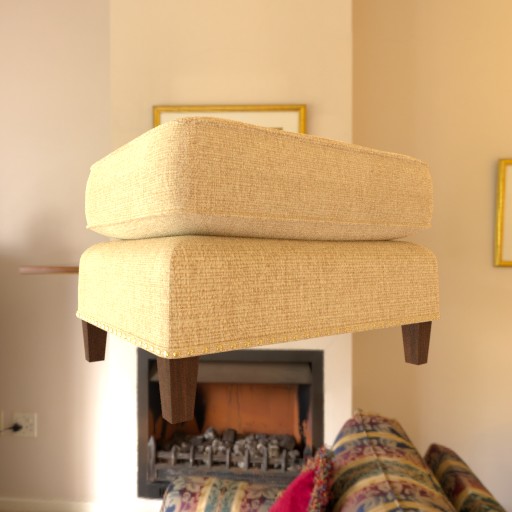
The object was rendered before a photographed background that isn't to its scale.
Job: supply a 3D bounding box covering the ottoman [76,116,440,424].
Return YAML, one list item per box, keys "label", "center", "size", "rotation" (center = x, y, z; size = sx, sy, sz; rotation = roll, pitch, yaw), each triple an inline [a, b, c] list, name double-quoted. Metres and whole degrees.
- label: "ottoman"
  center: [0.000, 0.000, 1.117]
  size: [0.738, 0.537, 0.589]
  rotation: [0, 0, -35]
